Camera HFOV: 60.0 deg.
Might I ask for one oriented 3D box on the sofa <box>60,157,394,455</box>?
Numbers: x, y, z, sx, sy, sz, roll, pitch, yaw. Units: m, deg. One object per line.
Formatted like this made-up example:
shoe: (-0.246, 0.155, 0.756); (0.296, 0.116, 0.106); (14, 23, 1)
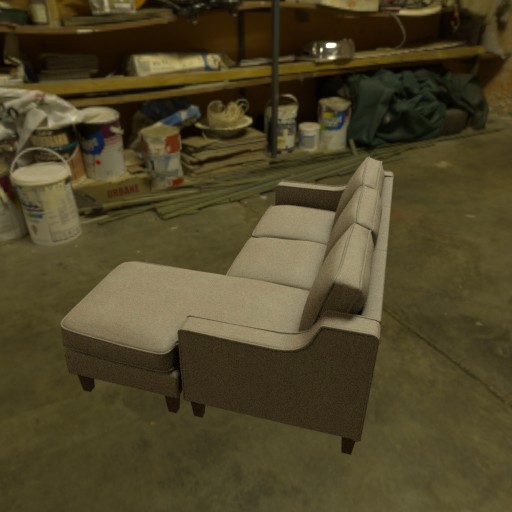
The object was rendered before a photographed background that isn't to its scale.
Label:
sofa: (0.000, 0.000, 3.330); (1.858, 1.081, 2.317); (8, 31, 14)
